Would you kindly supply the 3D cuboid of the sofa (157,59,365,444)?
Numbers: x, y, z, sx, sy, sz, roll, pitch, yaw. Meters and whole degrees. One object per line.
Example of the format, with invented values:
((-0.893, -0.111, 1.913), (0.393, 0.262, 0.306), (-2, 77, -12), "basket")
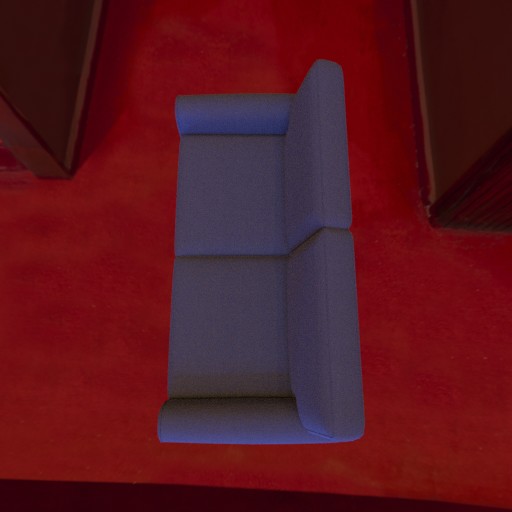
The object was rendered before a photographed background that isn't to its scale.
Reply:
((0.000, 0.000, 2.478), (0.940, 1.020, 1.930), (0, 75, 0), "sofa")
